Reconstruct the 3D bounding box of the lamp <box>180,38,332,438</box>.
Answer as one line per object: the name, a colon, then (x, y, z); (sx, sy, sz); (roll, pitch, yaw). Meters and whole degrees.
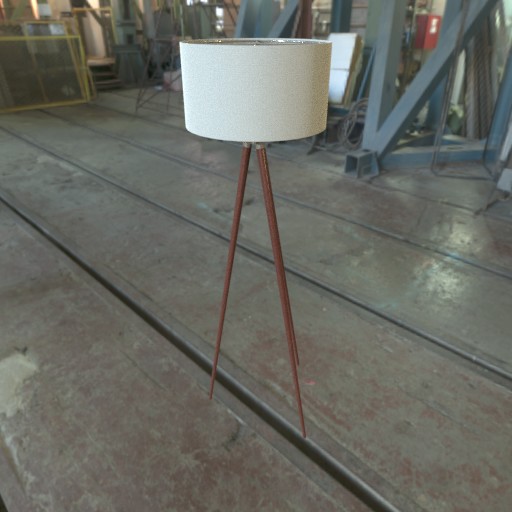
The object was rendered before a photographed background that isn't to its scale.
lamp: (0.000, 0.000, 1.780); (0.483, 1.553, 0.483); (1, 28, 1)
